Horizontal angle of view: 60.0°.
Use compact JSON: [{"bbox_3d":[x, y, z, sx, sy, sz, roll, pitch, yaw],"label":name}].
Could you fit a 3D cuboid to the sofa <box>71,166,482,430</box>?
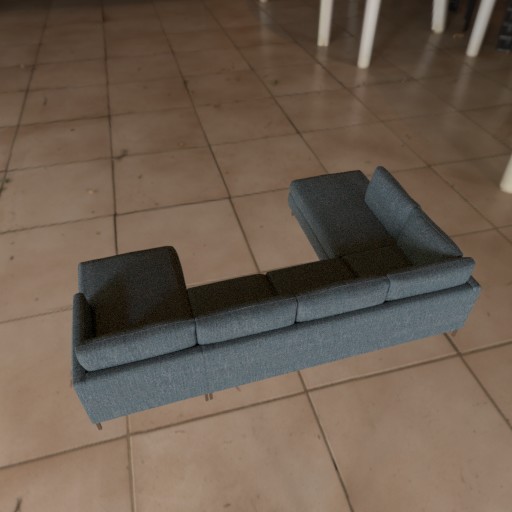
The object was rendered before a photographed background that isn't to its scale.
[{"bbox_3d":[0.000,0.000,3.519,2.737,0.753,1.879,-11,44,-12],"label":"sofa"}]
